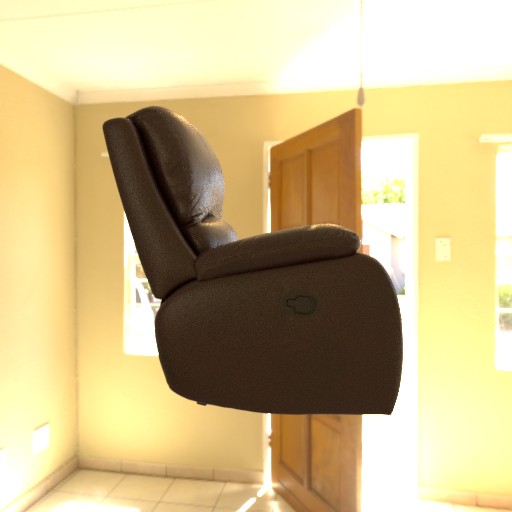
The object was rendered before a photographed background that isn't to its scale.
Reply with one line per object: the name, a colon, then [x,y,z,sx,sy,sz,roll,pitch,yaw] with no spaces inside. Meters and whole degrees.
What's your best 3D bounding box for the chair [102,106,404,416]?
chair: [0.000,0.000,1.722,0.899,1.011,0.930,0,0,1]
